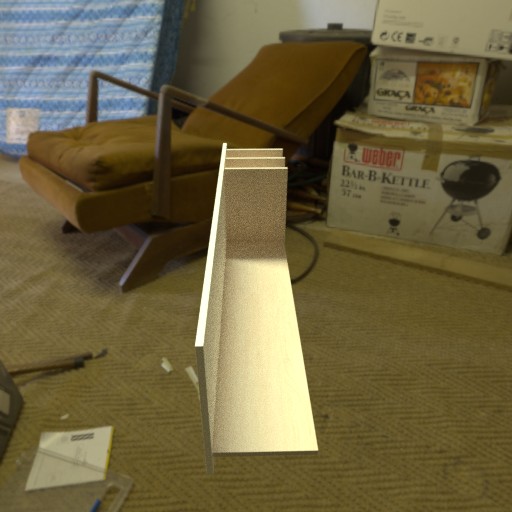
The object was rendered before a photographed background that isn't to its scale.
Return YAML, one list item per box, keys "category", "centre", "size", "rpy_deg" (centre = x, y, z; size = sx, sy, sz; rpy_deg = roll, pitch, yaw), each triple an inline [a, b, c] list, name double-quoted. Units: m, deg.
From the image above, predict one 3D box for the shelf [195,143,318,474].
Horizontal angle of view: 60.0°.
- category: "shelf"
  centre: [0.000, 0.000, 1.154]
  size: [0.200, 0.300, 1.020]
  rpy_deg: [-1, 30, -1]
